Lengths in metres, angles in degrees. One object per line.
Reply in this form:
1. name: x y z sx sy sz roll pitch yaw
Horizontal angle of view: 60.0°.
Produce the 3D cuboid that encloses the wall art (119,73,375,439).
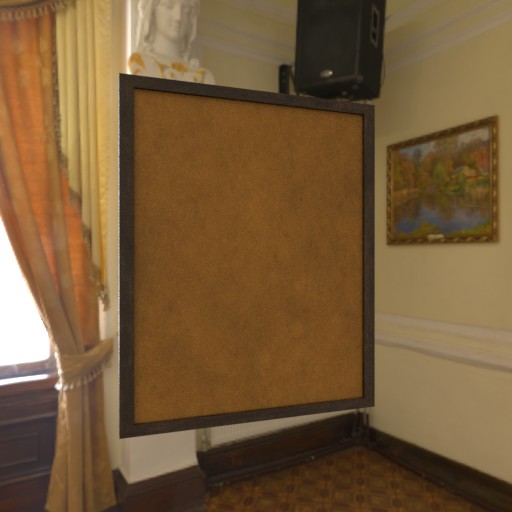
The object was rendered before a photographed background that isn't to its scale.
1. wall art: 0.000 0.000 0.557 0.329 0.406 0.027 0 0 -19
